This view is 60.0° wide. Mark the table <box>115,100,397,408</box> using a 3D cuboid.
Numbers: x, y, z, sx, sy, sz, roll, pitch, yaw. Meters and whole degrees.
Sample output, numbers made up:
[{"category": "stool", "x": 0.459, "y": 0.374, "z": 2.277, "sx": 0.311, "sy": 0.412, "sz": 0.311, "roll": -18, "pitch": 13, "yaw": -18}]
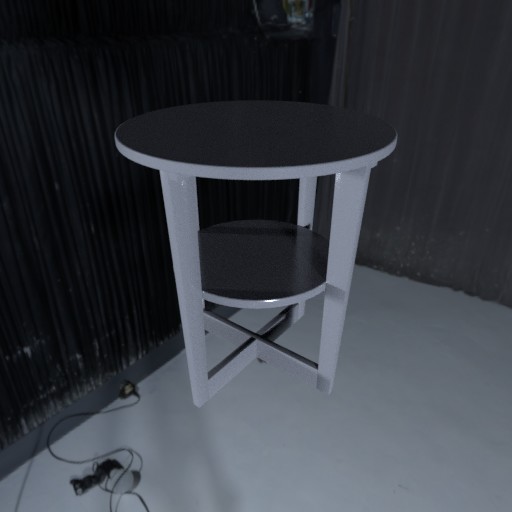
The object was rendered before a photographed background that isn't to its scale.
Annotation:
[{"category": "table", "x": 0.000, "y": 0.000, "z": 0.946, "sx": 0.500, "sy": 0.550, "sz": 0.500, "roll": 0, "pitch": 29, "yaw": 0}]
